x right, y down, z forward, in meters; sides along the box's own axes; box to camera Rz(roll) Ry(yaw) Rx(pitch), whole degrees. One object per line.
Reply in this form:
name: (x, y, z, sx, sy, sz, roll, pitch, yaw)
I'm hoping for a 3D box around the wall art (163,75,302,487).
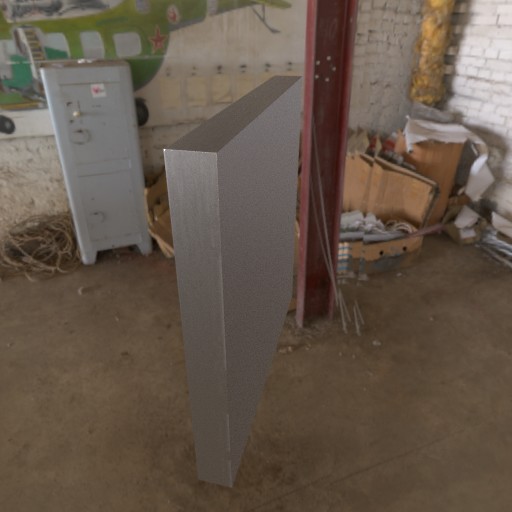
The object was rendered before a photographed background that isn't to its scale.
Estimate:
wall art: (0.000, 0.000, 0.520, 0.038, 0.350, 0.350, 7, 30, 12)
